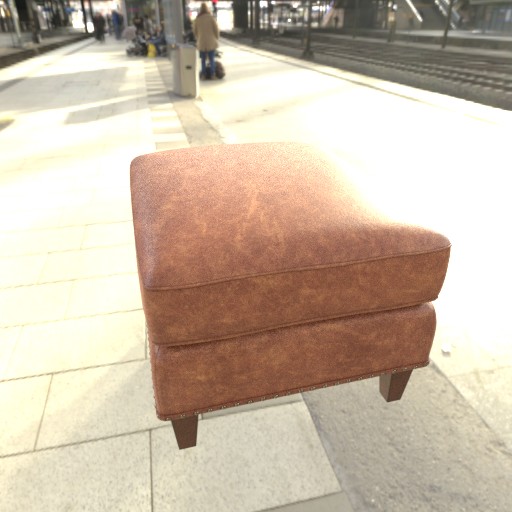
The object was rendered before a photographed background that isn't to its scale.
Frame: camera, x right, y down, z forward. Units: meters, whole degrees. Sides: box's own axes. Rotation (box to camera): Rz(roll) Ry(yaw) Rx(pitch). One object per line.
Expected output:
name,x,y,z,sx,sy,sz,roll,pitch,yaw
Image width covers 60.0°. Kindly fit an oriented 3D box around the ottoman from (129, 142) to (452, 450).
ottoman,0.000,0.000,1.141,0.586,0.486,0.742,-7,29,-14
